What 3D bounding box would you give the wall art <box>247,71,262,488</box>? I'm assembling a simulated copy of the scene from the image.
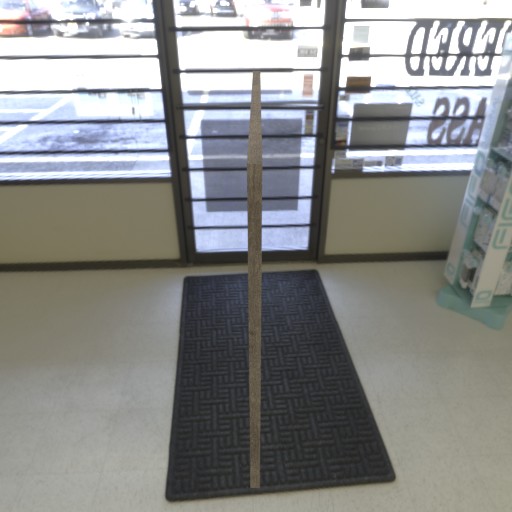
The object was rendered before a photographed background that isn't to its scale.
[{"bbox_3d":[0.000,0.000,0.676,0.013,0.457,0.457,0,31,0],"label":"wall art"}]
